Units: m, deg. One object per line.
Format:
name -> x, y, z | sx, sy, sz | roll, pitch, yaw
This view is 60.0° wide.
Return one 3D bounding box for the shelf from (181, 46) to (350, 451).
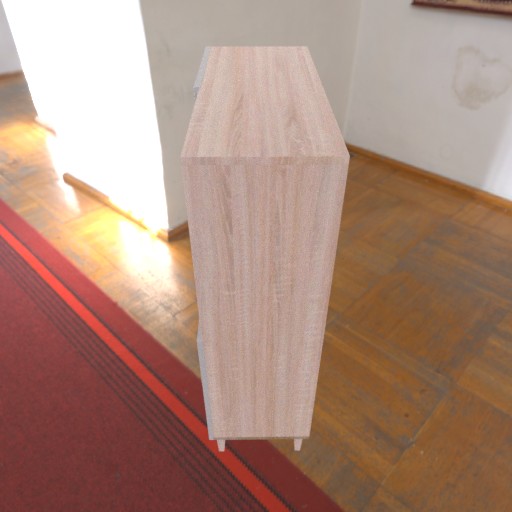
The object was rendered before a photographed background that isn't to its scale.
shelf -> 0.000, 0.000, 1.868 | 0.434, 1.405, 0.995 | 0, 39, 0
